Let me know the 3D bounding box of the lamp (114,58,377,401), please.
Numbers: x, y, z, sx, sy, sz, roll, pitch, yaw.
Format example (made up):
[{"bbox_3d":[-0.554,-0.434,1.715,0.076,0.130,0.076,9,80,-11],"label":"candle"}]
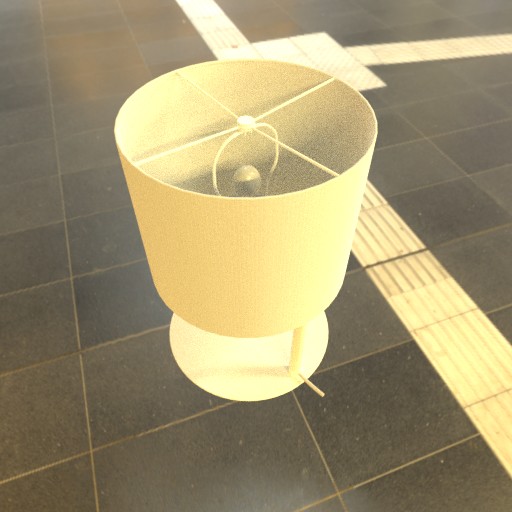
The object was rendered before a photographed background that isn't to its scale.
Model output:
[{"bbox_3d":[0.000,0.000,0.671,0.299,0.454,0.341,-32,55,-26],"label":"lamp"}]
